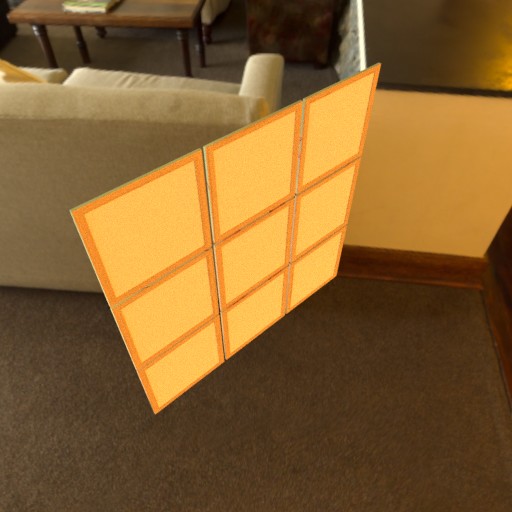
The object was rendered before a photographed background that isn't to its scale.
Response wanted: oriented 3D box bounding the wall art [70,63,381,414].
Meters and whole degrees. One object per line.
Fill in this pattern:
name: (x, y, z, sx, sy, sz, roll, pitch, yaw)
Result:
wall art: (0.000, 0.000, 2.257, 1.517, 1.523, 0.013, -33, 56, -26)
